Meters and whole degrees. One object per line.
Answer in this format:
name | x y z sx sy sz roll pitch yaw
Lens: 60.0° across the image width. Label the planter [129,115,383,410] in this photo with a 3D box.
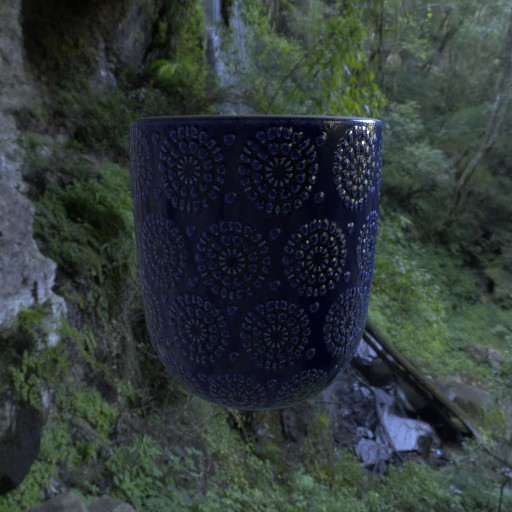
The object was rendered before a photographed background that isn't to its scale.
planter | 0.000 0.000 0.354 0.184 0.206 0.184 0 15 0
